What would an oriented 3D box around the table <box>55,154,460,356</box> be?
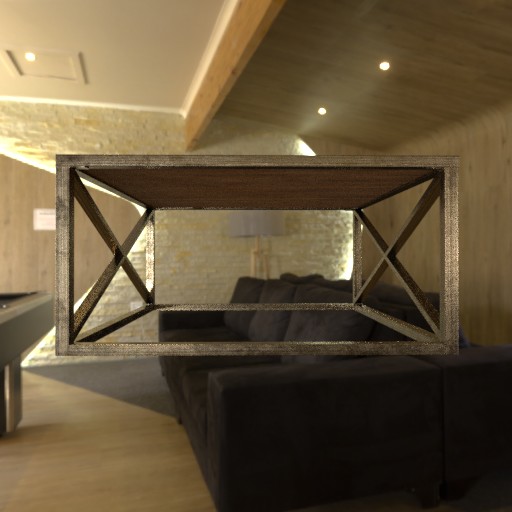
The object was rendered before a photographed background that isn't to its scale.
[{"bbox_3d":[0.000,0.000,1.445,0.909,0.451,0.899,0,0,-1],"label":"table"}]
